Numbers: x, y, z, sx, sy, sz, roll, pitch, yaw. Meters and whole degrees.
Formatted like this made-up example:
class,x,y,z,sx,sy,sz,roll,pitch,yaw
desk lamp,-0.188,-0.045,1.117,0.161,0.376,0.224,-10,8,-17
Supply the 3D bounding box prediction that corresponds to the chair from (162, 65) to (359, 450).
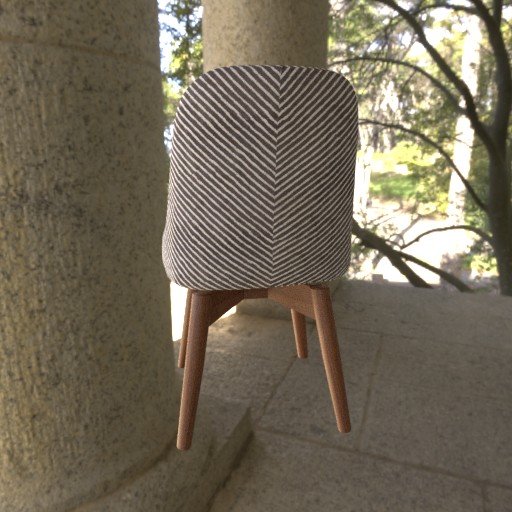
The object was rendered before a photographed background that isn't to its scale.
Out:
class,x,y,z,sx,sy,sz,roll,pitch,yaw
chair,0.000,0.000,1.218,0.504,0.883,0.591,-2,14,-9
